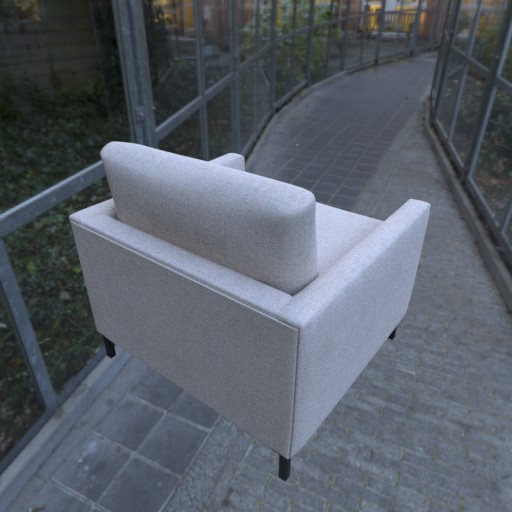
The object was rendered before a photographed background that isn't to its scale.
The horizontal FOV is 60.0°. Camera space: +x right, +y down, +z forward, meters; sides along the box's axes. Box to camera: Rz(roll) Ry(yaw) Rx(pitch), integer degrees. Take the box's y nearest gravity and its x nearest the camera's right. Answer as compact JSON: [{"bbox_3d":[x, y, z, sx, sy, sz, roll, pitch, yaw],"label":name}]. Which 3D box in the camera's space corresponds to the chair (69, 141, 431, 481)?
[{"bbox_3d":[0.000,0.000,1.623,0.963,0.861,0.866,22,37,32],"label":"chair"}]
